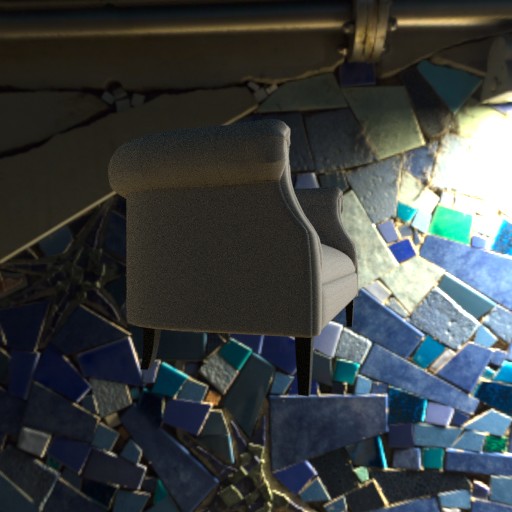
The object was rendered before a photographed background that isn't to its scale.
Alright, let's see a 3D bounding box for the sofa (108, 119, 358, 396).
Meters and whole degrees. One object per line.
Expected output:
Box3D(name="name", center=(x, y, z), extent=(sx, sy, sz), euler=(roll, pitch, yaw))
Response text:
Box3D(name="sofa", center=(0.000, 0.000, 2.072), extent=(0.835, 0.827, 1.558), euler=(0, 0, 18))
